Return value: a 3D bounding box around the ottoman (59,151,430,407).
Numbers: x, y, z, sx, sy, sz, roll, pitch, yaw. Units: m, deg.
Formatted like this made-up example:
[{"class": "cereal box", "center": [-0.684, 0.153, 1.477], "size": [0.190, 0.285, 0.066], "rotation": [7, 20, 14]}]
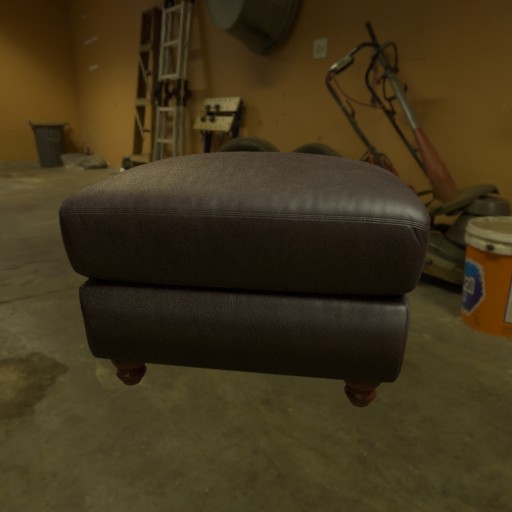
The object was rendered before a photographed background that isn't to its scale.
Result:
[{"class": "ottoman", "center": [0.000, 0.000, 1.264], "size": [0.806, 0.569, 0.670], "rotation": [3, 18, 8]}]
